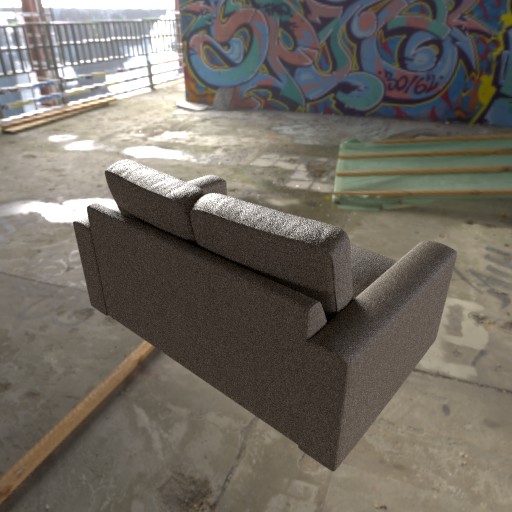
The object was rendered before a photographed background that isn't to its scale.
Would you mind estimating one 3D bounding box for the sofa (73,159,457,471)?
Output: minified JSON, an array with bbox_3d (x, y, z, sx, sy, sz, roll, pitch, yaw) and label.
[{"bbox_3d":[0.000,0.000,2.202,1.616,0.873,1.016,23,36,34],"label":"sofa"}]
